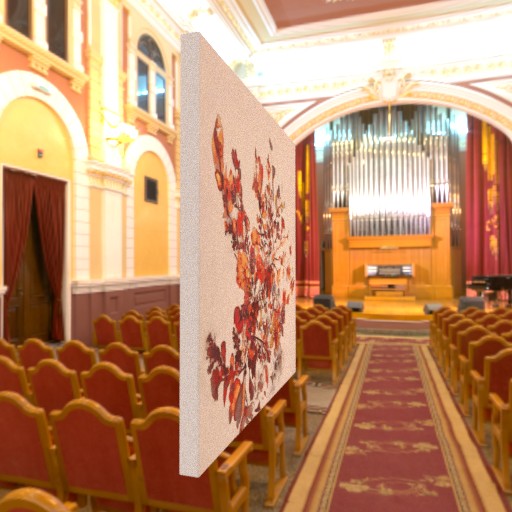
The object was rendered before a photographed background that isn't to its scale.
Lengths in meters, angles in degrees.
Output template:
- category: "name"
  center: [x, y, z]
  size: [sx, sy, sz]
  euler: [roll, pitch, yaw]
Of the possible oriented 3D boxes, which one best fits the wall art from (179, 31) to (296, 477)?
- category: "wall art"
  center: [0.000, 0.000, 1.115]
  size: [0.037, 0.757, 0.757]
  euler: [0, -1, 17]
